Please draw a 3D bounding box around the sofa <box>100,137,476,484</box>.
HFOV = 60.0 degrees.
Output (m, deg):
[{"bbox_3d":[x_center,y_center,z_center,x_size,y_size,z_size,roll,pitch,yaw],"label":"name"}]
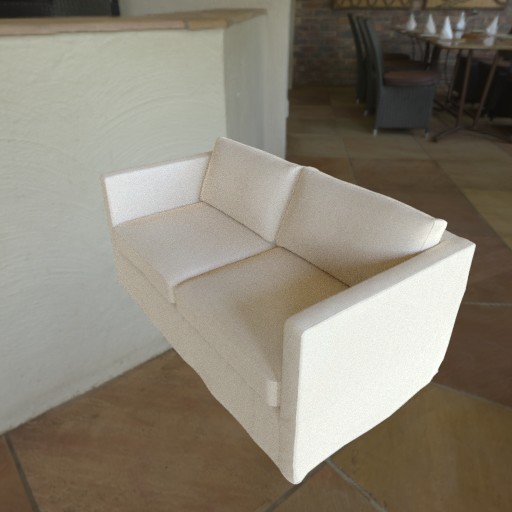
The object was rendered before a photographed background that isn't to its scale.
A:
[{"bbox_3d":[0.000,0.000,2.268,0.962,0.834,1.746,-20,36,-31],"label":"sofa"}]
